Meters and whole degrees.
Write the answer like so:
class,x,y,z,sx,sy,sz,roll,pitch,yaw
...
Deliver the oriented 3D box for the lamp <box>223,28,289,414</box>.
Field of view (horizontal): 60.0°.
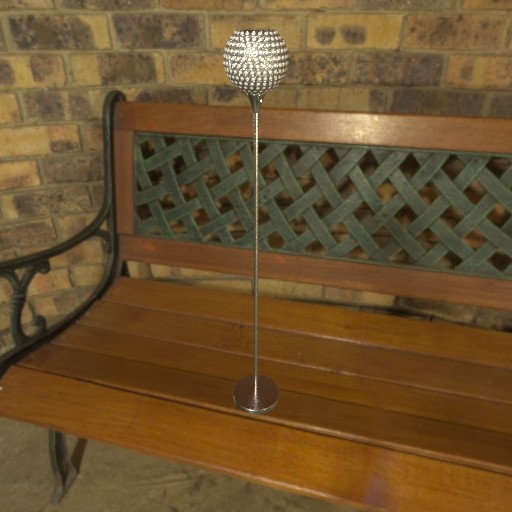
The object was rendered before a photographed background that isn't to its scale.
class,x,y,z,sx,sy,sz,roll,pitch,yaw
lamp,0.000,0.000,1.980,0.254,1.805,0.254,0,31,0
